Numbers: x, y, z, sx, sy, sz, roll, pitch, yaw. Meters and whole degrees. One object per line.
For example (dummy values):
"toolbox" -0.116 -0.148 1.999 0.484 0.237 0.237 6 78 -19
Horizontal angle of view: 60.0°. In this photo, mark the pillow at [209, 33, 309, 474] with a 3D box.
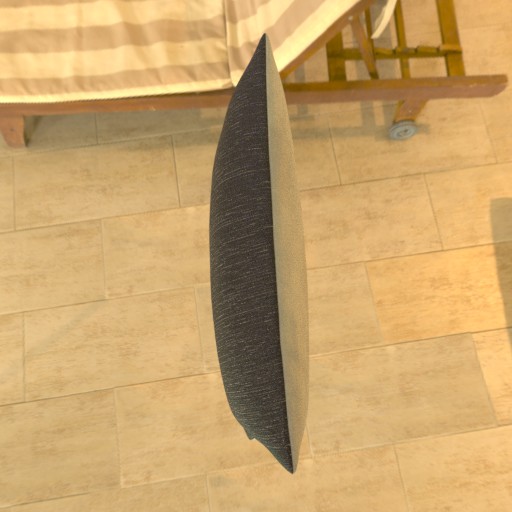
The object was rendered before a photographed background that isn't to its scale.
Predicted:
"pillow" 0.000 0.000 0.731 0.156 0.305 0.608 -3 76 -1
